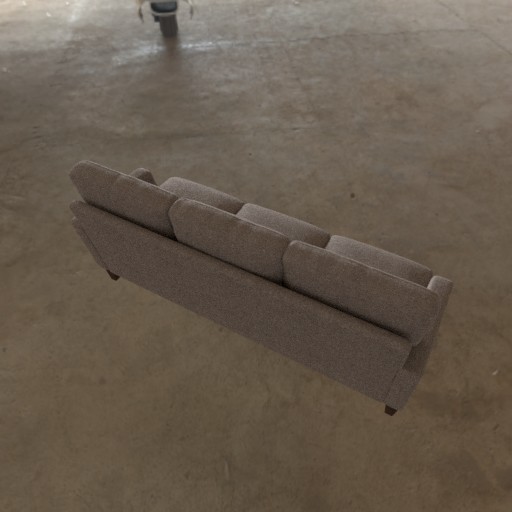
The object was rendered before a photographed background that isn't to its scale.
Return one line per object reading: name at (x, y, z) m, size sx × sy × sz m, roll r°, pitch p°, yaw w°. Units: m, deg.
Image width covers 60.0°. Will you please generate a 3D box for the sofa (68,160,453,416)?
sofa at (0.000, 0.000, 2.620) m, size 2.115 × 0.984 × 0.888 m, roll 22°, pitch 49°, yaw 20°
